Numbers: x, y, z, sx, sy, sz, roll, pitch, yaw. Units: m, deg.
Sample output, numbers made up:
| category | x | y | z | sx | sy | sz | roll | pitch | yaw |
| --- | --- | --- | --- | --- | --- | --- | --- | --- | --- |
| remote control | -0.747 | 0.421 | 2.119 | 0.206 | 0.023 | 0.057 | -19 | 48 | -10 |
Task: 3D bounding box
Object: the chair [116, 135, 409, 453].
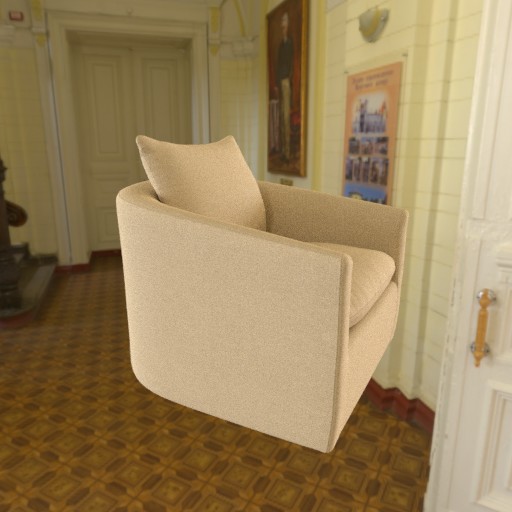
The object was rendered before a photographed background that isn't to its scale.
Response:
| category | x | y | z | sx | sy | sz | roll | pitch | yaw |
| --- | --- | --- | --- | --- | --- | --- | --- | --- | --- |
| chair | 0.000 | 0.000 | 1.603 | 0.910 | 0.848 | 0.845 | 8 | 17 | 27 |
